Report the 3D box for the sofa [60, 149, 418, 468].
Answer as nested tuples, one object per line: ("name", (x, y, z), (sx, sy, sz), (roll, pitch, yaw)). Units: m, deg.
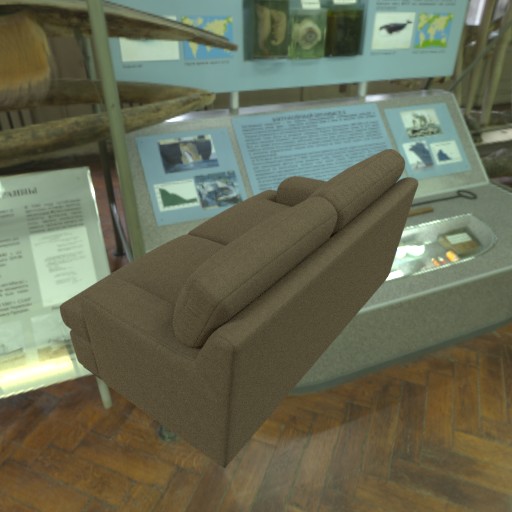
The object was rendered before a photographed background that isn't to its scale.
("sofa", (0.000, 0.000, 2.490), (1.140, 0.950, 1.869), (21, 37, 30))
